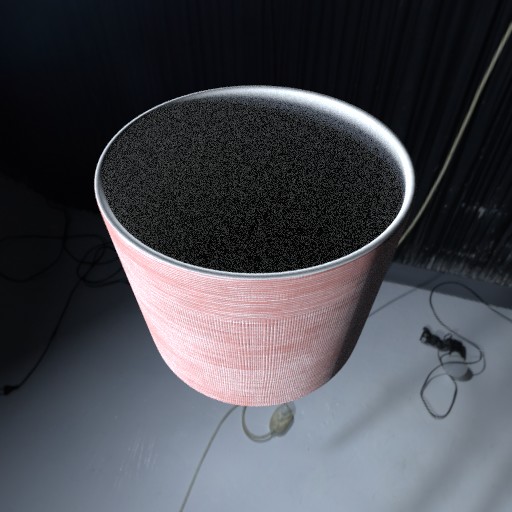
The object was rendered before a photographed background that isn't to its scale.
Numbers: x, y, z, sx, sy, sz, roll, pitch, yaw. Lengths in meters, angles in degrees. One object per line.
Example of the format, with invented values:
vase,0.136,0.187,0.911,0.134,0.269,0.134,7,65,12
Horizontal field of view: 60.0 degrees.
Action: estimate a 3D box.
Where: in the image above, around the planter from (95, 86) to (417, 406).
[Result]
planter,0.000,0.000,0.766,0.440,0.398,0.440,0,47,0
